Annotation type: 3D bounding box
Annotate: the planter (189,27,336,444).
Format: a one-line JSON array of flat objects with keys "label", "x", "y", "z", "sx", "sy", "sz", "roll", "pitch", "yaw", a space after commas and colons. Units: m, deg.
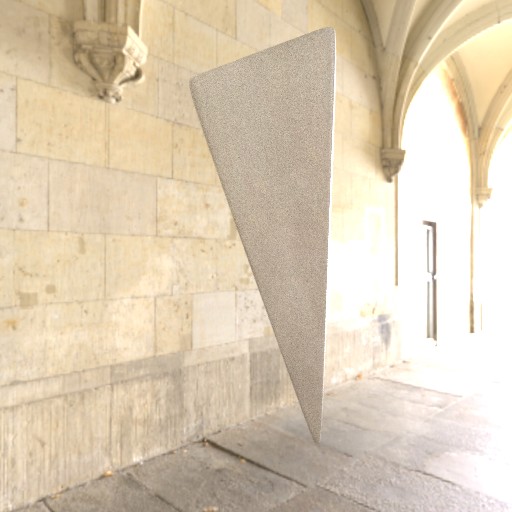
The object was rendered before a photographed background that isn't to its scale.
[{"label": "planter", "x": 0.000, "y": 0.000, "z": 0.266, "sx": 0.081, "sy": 0.224, "sz": 0.101, "roll": 0, "pitch": -1, "yaw": 0}]
